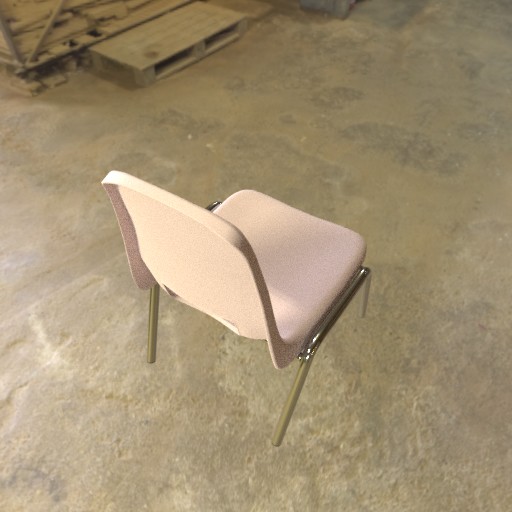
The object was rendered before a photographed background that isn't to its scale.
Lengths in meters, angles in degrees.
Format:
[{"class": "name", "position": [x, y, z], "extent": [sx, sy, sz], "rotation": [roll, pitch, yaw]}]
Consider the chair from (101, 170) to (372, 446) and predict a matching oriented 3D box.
[{"class": "chair", "position": [0.000, 0.000, 0.777], "extent": [0.354, 0.537, 0.385], "rotation": [26, 52, 22]}]
